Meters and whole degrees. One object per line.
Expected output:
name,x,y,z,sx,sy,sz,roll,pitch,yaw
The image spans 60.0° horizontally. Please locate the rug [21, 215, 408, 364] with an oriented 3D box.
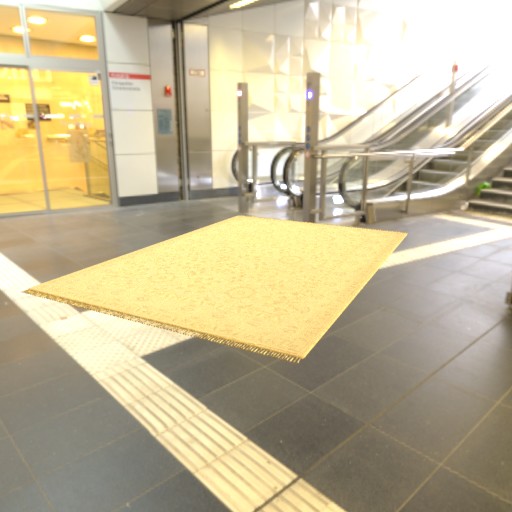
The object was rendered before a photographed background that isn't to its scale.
rug,0.000,0.000,2.850,1.514,0.011,2.233,8,18,26
